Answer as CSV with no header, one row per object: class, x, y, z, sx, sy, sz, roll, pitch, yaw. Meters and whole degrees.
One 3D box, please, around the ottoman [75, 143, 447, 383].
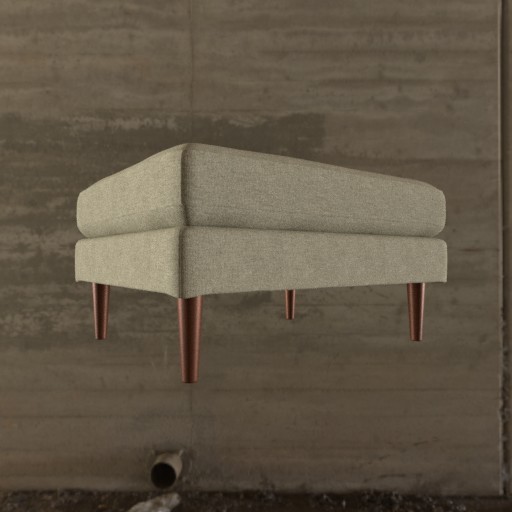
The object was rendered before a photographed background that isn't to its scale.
ottoman,0.000,0.000,1.254,0.821,0.474,0.693,0,0,-36
